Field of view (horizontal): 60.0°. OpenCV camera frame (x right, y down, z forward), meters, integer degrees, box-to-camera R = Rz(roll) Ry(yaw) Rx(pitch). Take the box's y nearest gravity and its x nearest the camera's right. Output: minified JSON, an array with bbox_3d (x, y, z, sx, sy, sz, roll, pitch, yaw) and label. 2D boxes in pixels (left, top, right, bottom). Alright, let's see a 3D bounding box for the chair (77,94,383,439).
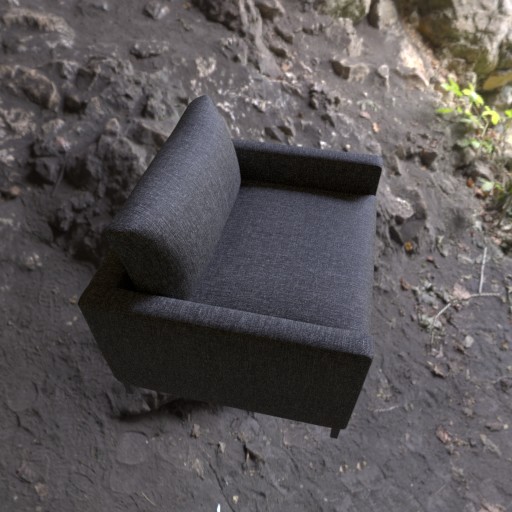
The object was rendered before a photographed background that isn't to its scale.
[{"bbox_3d":[0.000,0.000,1.655,0.866,0.861,0.963,9,48,8],"label":"chair"}]
